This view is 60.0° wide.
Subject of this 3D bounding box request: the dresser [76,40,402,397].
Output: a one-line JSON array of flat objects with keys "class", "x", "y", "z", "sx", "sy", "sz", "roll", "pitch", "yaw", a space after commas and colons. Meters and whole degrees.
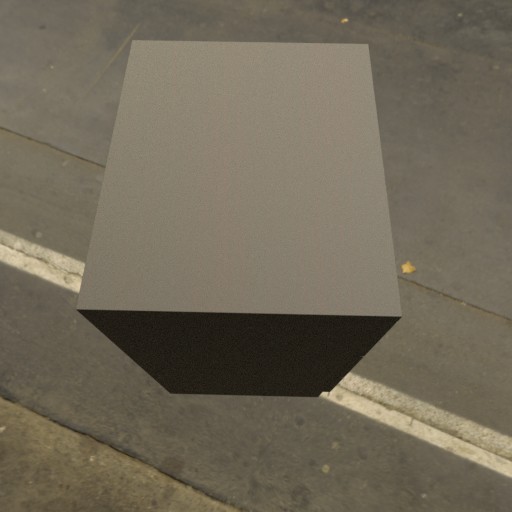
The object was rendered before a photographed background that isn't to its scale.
[{"class": "dresser", "x": 0.000, "y": 0.000, "z": 0.791, "sx": 0.360, "sy": 0.560, "sz": 0.400, "roll": 1, "pitch": 64, "yaw": 1}]
